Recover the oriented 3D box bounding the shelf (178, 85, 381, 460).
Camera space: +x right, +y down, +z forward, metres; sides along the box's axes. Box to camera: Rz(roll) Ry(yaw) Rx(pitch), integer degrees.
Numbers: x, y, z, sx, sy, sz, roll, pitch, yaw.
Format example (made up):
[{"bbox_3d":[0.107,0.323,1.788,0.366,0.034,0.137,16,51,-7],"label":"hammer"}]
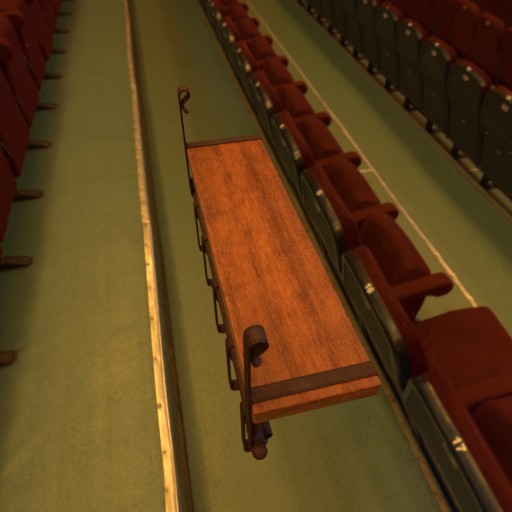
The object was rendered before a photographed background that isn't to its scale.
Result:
[{"bbox_3d":[0.000,0.000,0.692,0.146,0.330,0.567,-10,45,-10],"label":"shelf"}]
